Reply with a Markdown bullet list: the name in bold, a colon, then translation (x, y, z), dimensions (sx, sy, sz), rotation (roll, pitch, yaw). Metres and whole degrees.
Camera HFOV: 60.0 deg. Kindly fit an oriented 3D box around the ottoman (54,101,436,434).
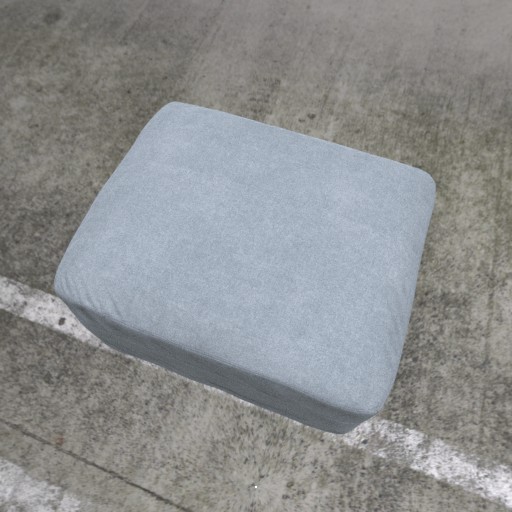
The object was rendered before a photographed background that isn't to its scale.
- **ottoman**: translation (0.000, 0.000, 1.223), dimensions (0.837, 0.481, 0.683), rotation (19, 64, 9)
